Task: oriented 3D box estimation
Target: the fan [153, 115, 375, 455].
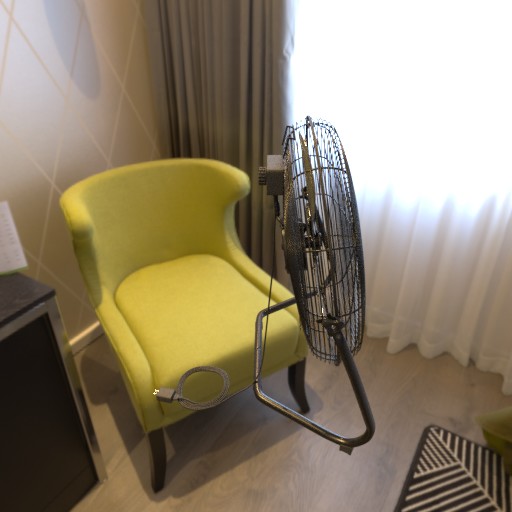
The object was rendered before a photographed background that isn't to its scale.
[{"bbox_3d":[0.000,0.000,0.991,0.470,0.605,0.595,1,32,1],"label":"fan"}]
